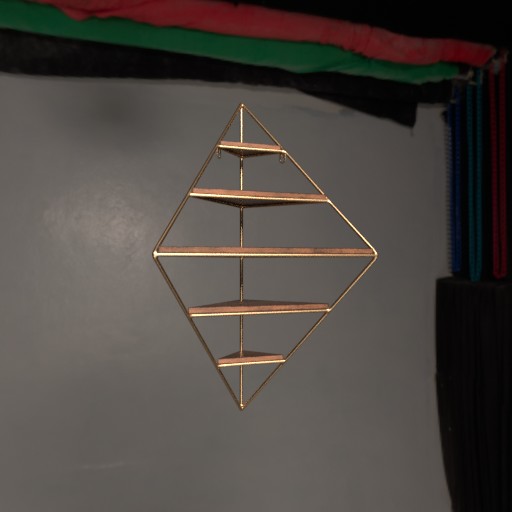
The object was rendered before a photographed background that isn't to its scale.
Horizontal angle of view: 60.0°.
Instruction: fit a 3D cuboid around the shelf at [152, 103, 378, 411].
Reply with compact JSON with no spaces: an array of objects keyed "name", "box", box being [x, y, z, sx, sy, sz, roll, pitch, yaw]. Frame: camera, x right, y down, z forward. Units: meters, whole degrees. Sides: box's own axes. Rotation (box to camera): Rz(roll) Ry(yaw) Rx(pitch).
[{"name":"shelf","box":[0.000,0.000,1.180,0.564,0.913,0.294,0,-1,-18]}]
